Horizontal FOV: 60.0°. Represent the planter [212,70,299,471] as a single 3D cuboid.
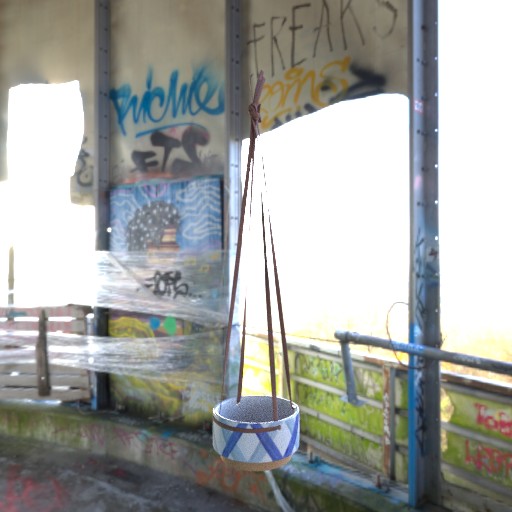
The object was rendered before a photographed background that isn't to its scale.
[{"bbox_3d":[0.000,0.000,0.840,0.166,0.751,0.166,0,0,-35],"label":"planter"}]
